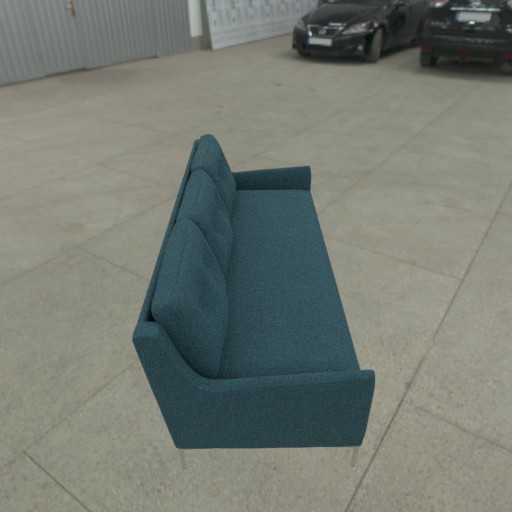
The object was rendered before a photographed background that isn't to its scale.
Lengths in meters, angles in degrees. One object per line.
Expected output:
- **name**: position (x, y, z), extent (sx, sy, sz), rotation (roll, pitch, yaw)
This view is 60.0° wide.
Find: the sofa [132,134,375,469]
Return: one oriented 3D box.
- **sofa**: position (0.000, 0.000, 2.487), extent (0.849, 0.837, 2.060), rotation (0, 33, -1)
